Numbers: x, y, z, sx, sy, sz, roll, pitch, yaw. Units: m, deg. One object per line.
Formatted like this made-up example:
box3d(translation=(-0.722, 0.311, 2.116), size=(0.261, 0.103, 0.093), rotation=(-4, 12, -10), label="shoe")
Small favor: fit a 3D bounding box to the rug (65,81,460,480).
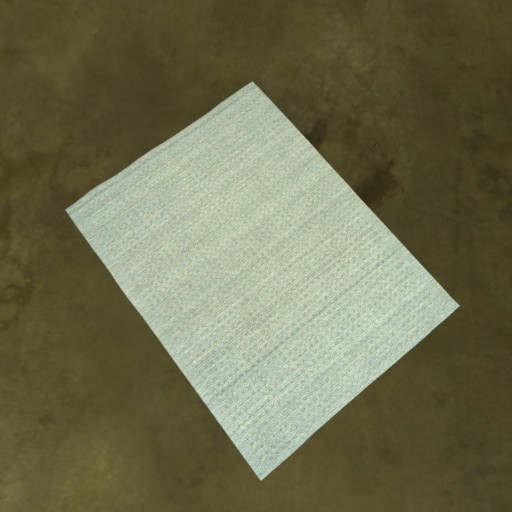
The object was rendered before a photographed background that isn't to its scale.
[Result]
box3d(translation=(0.000, 0.000, 4.358), size=(2.443, 0.007, 3.200), rotation=(-37, 77, -10), label="rug")
